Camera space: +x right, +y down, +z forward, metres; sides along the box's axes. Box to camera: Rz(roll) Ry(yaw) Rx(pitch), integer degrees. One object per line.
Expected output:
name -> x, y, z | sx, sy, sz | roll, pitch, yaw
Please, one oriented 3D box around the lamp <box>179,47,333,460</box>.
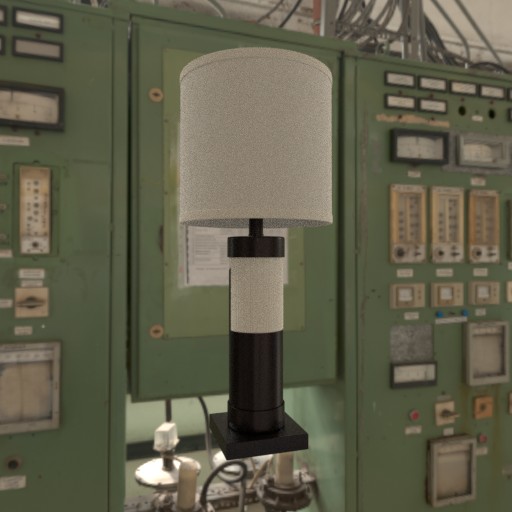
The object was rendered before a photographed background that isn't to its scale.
lamp -> 0.000, 0.000, 0.620 | 0.211, 0.509, 0.211 | 0, 0, -17
